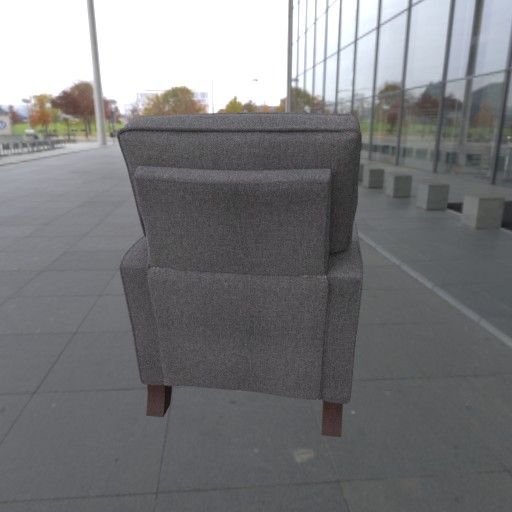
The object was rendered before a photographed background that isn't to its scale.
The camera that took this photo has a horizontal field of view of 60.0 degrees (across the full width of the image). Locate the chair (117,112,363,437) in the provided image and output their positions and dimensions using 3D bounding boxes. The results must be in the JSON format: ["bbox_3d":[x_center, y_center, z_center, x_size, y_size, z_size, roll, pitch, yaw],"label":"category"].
[{"bbox_3d":[0.000,0.000,1.463,0.650,0.889,0.775,3,16,9],"label":"chair"}]
